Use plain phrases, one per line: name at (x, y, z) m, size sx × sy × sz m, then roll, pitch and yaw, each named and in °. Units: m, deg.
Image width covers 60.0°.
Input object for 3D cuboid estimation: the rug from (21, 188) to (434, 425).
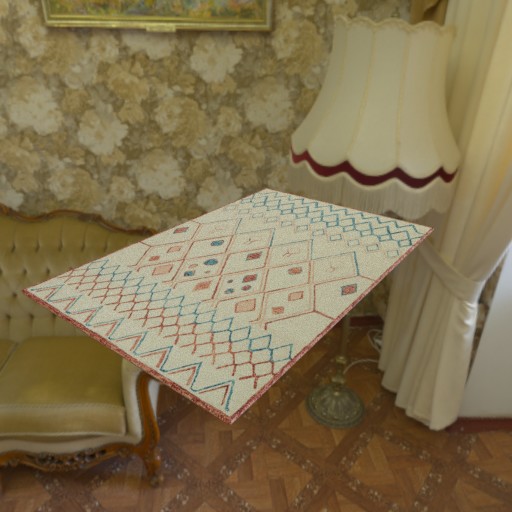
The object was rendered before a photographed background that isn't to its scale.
rug at (0.000, 0.000, 2.275) m, size 1.219 × 0.016 × 1.829 m, roll 19°, pitch 33°, yaw 33°
